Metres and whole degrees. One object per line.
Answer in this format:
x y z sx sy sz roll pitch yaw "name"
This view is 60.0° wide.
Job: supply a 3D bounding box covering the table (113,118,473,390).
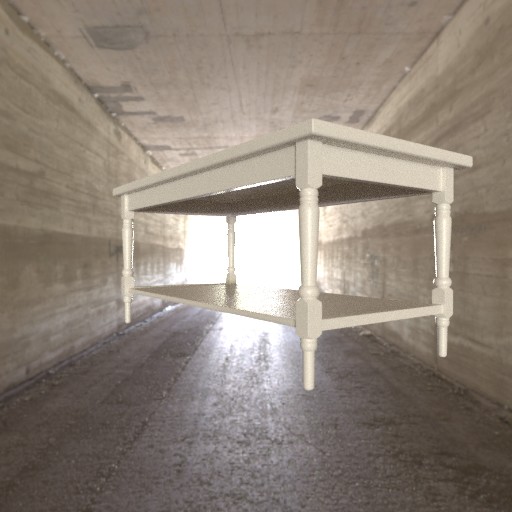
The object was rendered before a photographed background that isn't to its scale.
0.000 0.000 1.408 0.550 0.510 1.107 0 1 -36 "table"
